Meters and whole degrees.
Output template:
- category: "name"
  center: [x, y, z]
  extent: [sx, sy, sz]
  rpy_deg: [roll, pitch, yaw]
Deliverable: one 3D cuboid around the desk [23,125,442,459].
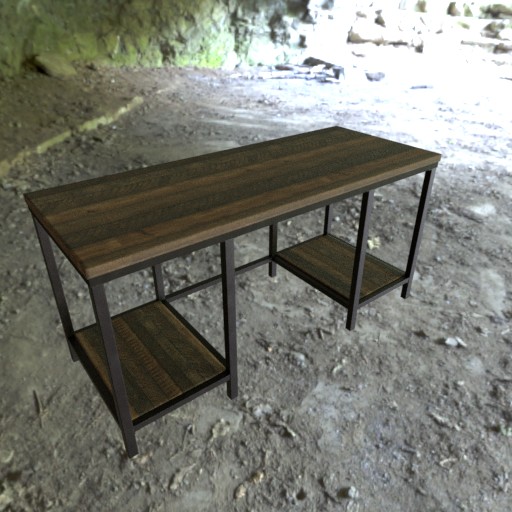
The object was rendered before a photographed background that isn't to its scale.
- category: "desk"
  center: [0.000, 0.000, 1.900]
  extent: [1.538, 0.753, 0.617]
  rpy_deg: [-21, 36, -32]
